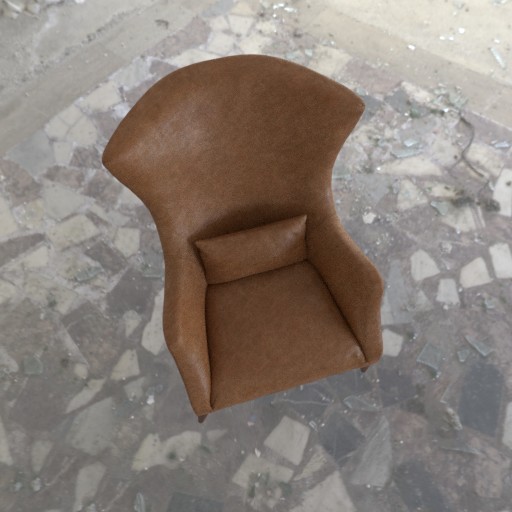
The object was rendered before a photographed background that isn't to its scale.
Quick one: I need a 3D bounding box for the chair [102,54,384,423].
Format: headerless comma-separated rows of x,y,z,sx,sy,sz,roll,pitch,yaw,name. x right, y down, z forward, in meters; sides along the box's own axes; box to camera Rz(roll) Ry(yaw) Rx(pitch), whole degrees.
0.000,0.000,1.713,0.846,1.067,0.955,-14,63,-7,chair
